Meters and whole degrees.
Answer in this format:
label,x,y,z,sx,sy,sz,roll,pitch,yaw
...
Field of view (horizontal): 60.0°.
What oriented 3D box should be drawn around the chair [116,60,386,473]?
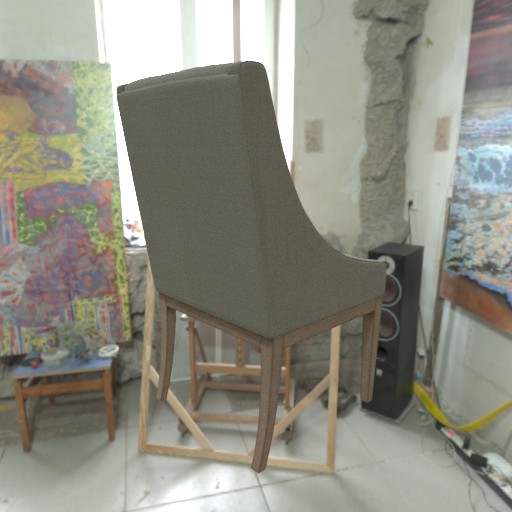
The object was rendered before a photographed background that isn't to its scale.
label,x,y,z,sx,sy,sz,roll,pitch,yaw
chair,0.000,0.000,1.390,0.611,1.021,0.575,-13,19,-43
